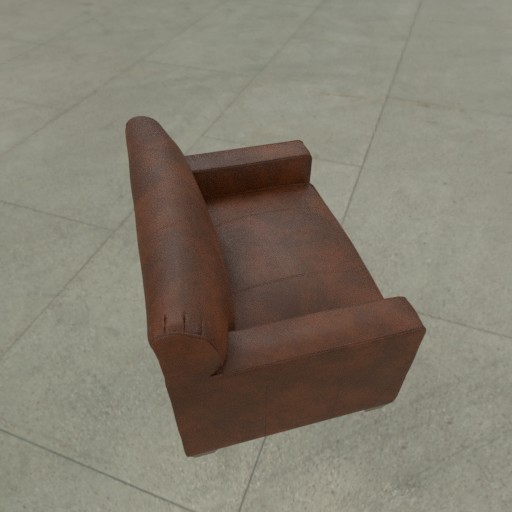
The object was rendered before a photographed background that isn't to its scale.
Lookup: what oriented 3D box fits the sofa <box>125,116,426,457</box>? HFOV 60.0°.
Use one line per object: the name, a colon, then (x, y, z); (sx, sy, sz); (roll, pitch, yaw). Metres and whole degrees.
sofa: (0.000, 0.000, 2.099); (1.000, 0.956, 1.413); (-11, 45, -11)
